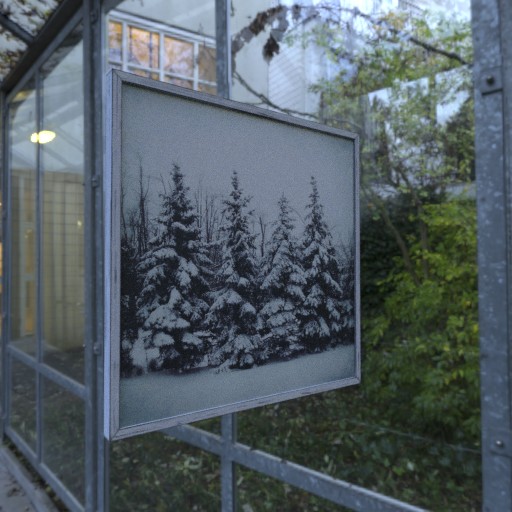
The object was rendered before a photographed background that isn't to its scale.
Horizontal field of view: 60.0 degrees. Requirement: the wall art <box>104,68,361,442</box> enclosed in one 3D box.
[{"bbox_3d":[0.000,0.000,1.142,0.761,0.761,0.037,1,-2,-36],"label":"wall art"}]
